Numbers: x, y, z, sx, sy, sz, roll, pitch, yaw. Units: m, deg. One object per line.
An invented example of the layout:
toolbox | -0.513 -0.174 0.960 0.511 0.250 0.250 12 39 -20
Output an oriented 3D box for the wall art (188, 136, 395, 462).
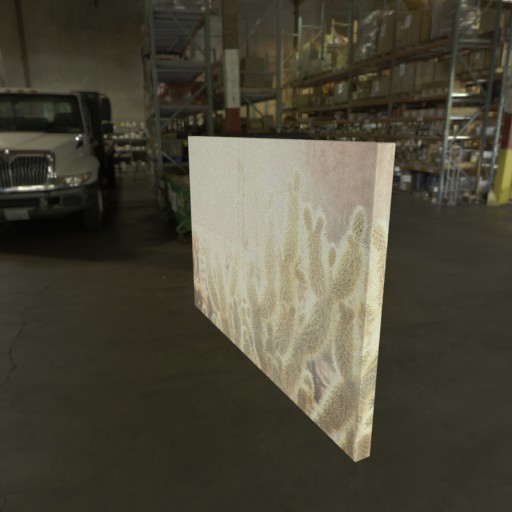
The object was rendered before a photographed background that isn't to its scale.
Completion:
wall art | 0.000 0.000 1.187 0.040 0.608 0.916 -8 18 -26
